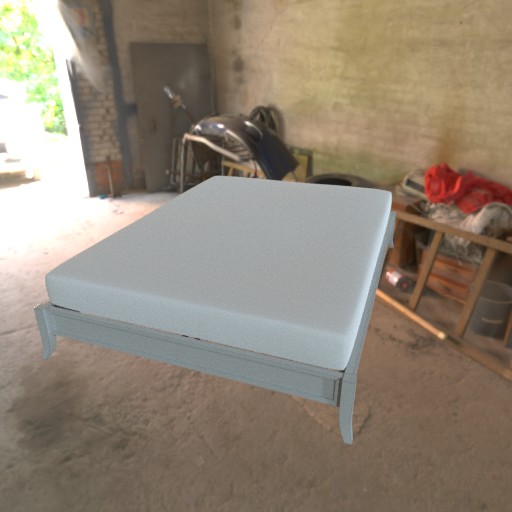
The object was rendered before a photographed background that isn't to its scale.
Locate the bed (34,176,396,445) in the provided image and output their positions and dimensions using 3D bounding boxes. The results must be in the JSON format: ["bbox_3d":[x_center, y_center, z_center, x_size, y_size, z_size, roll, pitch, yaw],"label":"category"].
[{"bbox_3d":[0.000,0.000,2.842,1.604,0.510,2.108,9,27,18],"label":"bed"}]
